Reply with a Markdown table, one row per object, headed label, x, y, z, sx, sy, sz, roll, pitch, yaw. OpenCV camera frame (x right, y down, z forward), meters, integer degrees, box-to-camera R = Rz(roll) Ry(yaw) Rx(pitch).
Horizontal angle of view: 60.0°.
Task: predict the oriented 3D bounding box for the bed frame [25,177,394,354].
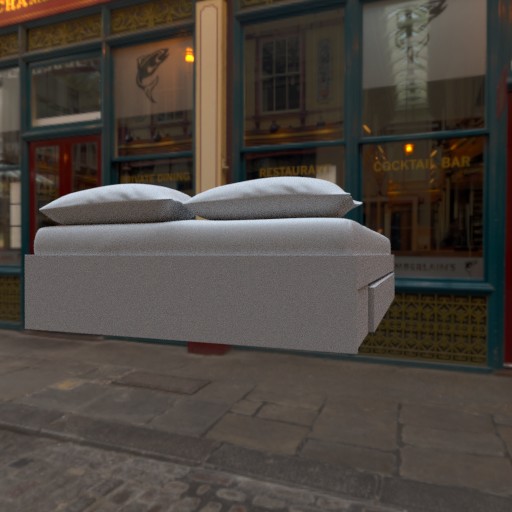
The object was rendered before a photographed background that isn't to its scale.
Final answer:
| label | x | y | z | sx | sy | sz | roll | pitch | yaw |
| --- | --- | --- | --- | --- | --- | --- | --- | --- | --- |
| bed frame | 0.000 | 0.000 | 2.592 | 1.450 | 0.629 | 1.950 | 0 | 0 | 20 |
